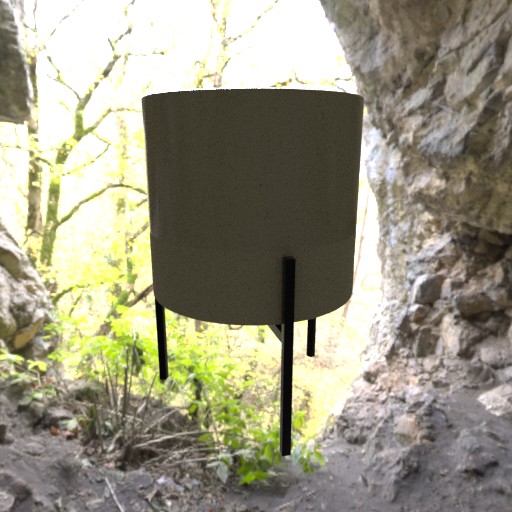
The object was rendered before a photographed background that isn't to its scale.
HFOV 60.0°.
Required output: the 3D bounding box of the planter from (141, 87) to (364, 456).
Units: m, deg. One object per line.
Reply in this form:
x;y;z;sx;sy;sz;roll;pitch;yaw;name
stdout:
0.000;0.000;0.343;0.152;0.230;0.159;14;21;42;planter
